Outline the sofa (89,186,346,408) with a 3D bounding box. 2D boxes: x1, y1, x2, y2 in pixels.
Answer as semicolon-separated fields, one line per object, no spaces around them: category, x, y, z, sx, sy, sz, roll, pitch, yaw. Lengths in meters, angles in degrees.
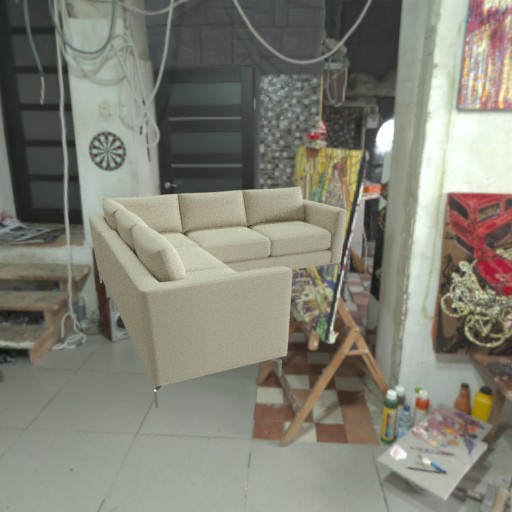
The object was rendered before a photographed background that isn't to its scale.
sofa;0.000;0.000;3.813;2.448;0.867;2.430;-7;17;-25
